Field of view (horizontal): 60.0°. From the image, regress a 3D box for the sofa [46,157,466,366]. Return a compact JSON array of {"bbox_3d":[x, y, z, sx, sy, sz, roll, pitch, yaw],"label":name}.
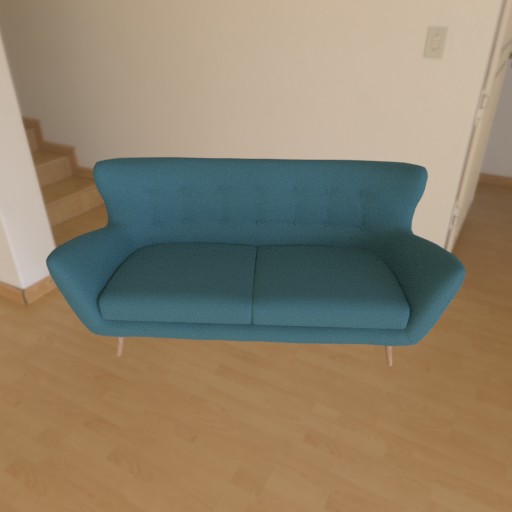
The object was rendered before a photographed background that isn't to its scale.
[{"bbox_3d":[0.000,0.000,2.437,1.930,0.890,0.889,1,30,2],"label":"sofa"}]
